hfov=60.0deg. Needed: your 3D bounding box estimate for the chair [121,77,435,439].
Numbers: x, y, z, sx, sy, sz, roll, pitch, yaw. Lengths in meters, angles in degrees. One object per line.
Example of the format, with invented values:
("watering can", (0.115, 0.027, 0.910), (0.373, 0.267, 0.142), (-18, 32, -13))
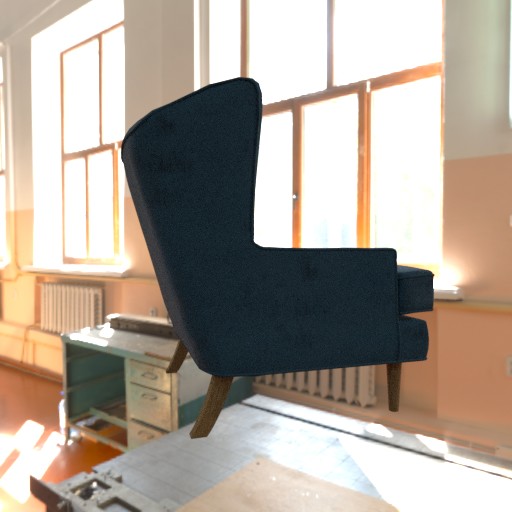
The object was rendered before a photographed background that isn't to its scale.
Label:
("chair", (0.000, 0.000, 1.564), (0.910, 0.952, 0.793), (0, 1, -17))
